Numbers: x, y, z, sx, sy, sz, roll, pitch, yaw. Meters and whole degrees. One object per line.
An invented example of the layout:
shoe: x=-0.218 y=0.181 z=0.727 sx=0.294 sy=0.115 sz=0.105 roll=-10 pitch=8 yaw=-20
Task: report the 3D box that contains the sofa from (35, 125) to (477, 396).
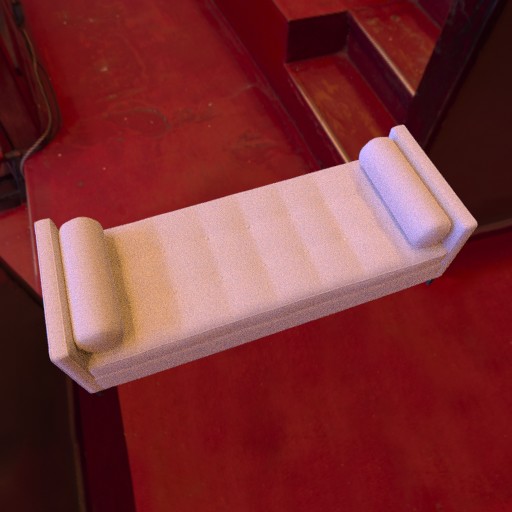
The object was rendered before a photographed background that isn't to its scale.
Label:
sofa: x=0.000 y=0.000 z=2.342 sx=1.985 sy=0.641 sz=0.746 roll=-17 pitch=60 yaw=-10
